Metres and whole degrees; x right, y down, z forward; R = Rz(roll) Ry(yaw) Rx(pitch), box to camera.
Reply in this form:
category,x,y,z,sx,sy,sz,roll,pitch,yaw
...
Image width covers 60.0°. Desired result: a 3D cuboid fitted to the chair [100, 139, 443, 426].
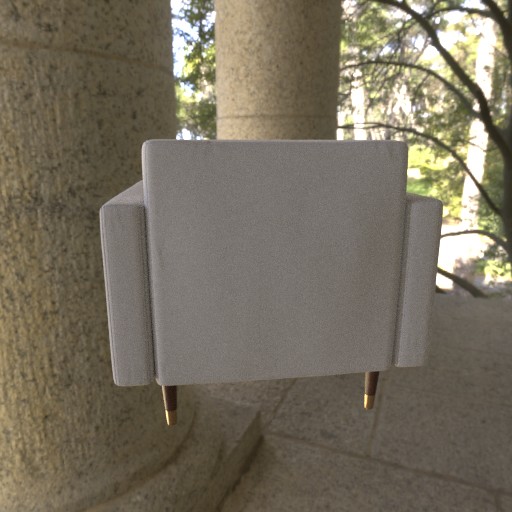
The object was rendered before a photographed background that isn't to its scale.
category,x,y,z,sx,sy,sz,roll,pitch,yaw
chair,0.000,0.000,1.639,0.953,0.819,0.998,-2,14,-8
